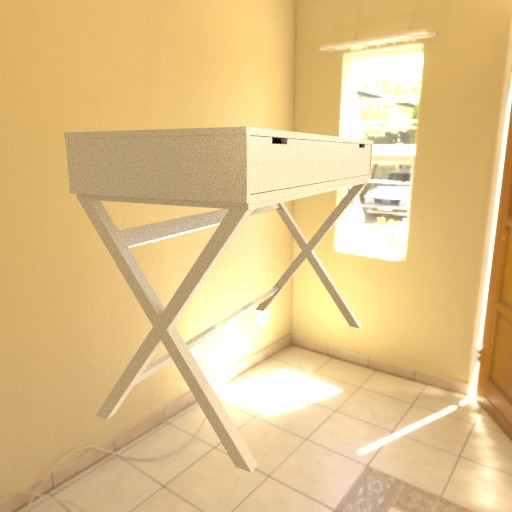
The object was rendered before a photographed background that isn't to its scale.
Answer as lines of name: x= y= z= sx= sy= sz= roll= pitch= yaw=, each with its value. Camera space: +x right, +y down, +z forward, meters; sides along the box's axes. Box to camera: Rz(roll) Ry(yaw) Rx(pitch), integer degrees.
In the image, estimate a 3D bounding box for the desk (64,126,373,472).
desk: x=0.000 y=0.000 z=1.509 sx=0.509 sy=0.780 sz=1.059 roll=7 pitch=15 yaw=27
